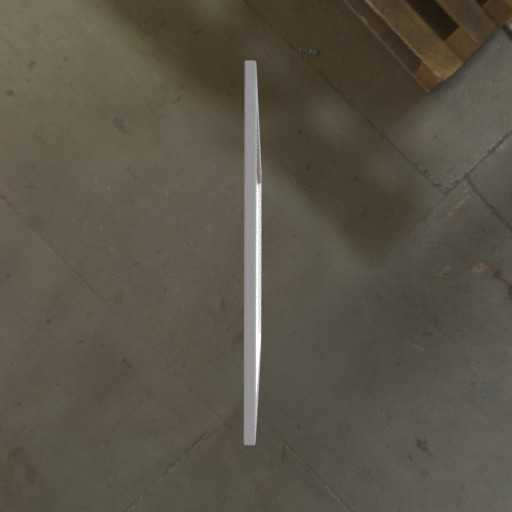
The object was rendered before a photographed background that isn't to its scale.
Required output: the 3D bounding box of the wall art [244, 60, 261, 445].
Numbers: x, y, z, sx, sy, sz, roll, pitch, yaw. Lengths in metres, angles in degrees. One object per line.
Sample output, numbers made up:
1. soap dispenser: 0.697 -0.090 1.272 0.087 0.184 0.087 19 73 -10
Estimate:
1. wall art: 0.000 0.000 0.694 0.012 0.529 0.374 0 89 1
